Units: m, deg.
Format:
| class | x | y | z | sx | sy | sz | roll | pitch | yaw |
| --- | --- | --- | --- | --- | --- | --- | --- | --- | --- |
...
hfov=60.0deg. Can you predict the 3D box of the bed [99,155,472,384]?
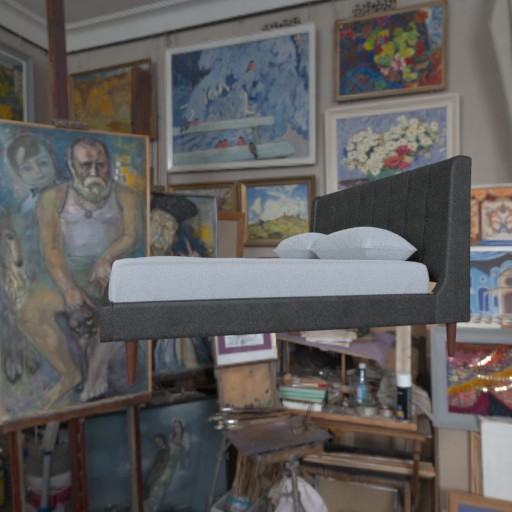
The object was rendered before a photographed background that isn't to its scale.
| class | x | y | z | sx | sy | sz | roll | pitch | yaw |
| --- | --- | --- | --- | --- | --- | --- | --- | --- | --- |
| bed | 0.000 | 0.000 | 3.149 | 2.031 | 1.158 | 1.903 | 0 | 0 | -17 |
